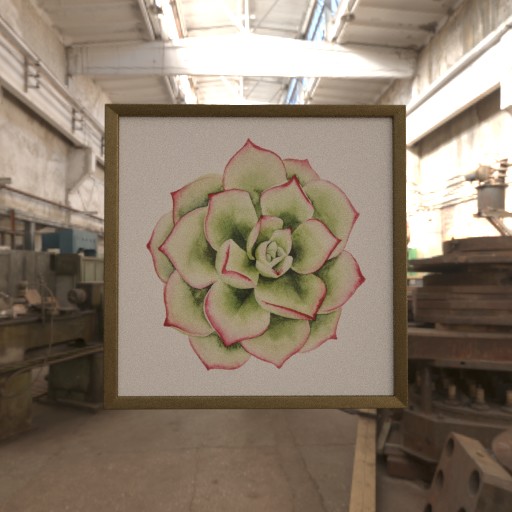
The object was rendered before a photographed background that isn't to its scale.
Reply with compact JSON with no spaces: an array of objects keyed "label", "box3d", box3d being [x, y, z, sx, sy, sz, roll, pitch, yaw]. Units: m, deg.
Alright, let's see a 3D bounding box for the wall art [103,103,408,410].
[{"label":"wall art","box3d":[0.000,0.000,0.750,0.503,0.506,0.031,0,-1,-1]}]
